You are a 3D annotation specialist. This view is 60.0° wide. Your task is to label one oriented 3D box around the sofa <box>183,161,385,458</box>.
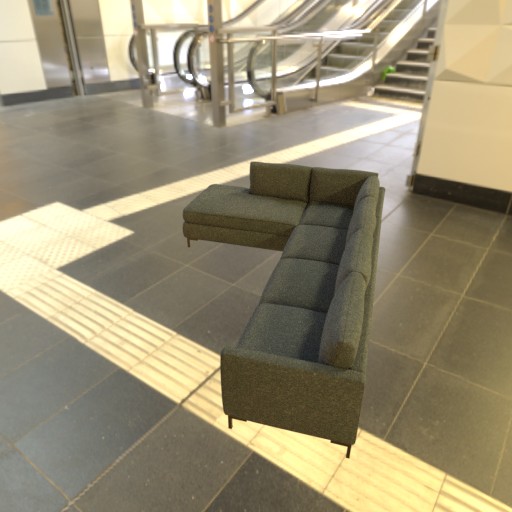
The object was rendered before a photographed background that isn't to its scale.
[{"bbox_3d":[0.000,0.000,3.798,2.007,0.815,2.949,8,31,14],"label":"sofa"}]
